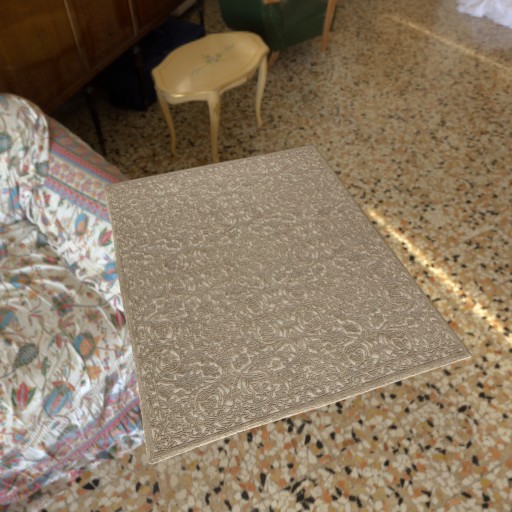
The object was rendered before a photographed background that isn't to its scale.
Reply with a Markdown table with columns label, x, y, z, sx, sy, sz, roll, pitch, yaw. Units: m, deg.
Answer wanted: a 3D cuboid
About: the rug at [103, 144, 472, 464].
| label | x | y | z | sx | sy | sz | roll | pitch | yaw |
| --- | --- | --- | --- | --- | --- | --- | --- | --- | --- |
| rug | 0.000 | 0.000 | 4.073 | 2.472 | 0.035 | 3.017 | -14 | 49 | -13 |
